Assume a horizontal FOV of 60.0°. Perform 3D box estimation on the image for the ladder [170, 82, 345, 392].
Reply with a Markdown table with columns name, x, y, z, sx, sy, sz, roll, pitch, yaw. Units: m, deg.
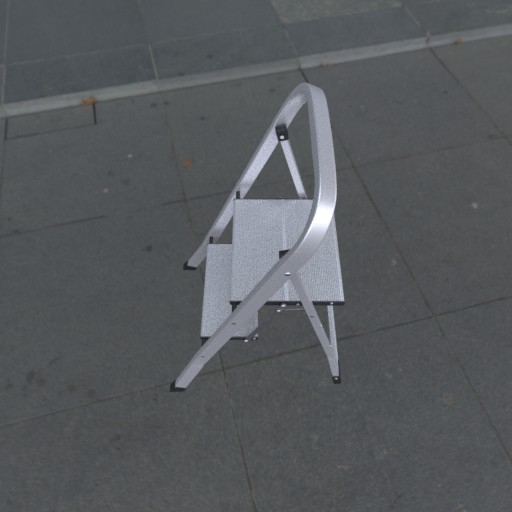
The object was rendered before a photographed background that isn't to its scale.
| name | x | y | z | sx | sy | sz | roll | pitch | yaw |
| --- | --- | --- | --- | --- | --- | --- | --- | --- | --- |
| ladder | 0.000 | 0.000 | 1.144 | 0.530 | 0.830 | 0.465 | 0 | 57 | 0 |
